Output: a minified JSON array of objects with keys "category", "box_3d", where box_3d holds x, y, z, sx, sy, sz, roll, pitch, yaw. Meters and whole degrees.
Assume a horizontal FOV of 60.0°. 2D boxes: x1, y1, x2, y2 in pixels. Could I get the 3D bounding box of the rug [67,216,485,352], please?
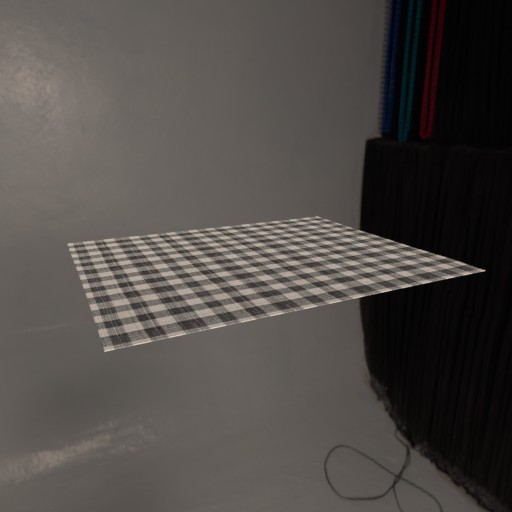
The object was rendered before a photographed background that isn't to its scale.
[{"category":"rug","box_3d":[0.000,0.000,4.051,3.021,0.013,2.432,-8,19,-25]}]
